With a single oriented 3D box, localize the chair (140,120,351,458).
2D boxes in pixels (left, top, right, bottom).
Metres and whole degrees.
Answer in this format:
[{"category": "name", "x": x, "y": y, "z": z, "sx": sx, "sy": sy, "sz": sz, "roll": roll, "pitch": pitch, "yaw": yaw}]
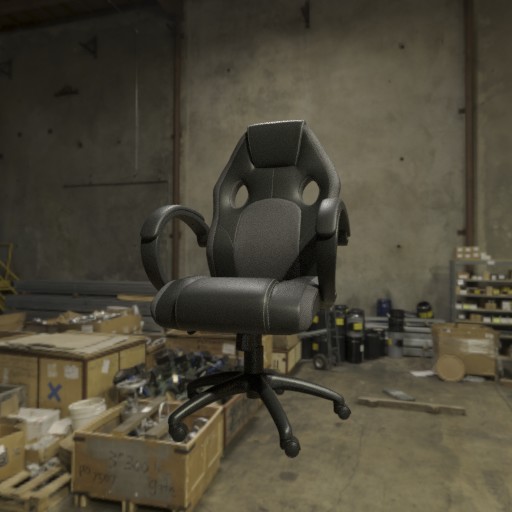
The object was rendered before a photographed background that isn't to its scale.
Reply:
[{"category": "chair", "x": 0.000, "y": 0.000, "z": 1.639, "sx": 0.673, "sy": 1.187, "sz": 0.724, "roll": 0, "pitch": -1, "yaw": 17}]
